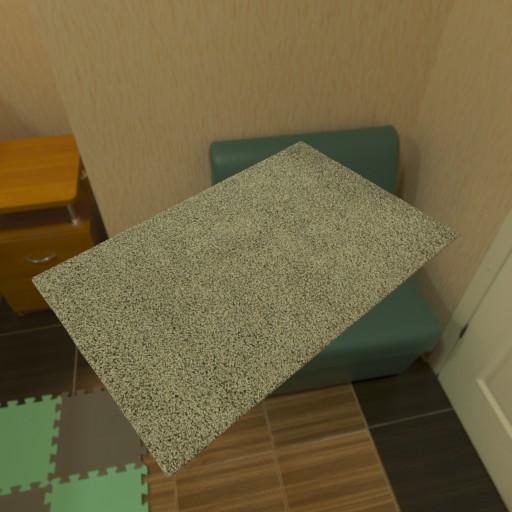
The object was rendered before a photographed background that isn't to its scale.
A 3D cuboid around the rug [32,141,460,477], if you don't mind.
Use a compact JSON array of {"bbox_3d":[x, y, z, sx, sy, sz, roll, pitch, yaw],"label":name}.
[{"bbox_3d":[0.000,0.000,3.345,2.743,0.030,1.778,-32,55,-27],"label":"rug"}]
